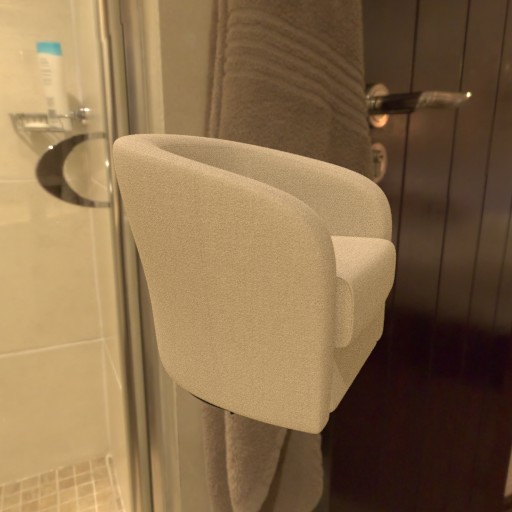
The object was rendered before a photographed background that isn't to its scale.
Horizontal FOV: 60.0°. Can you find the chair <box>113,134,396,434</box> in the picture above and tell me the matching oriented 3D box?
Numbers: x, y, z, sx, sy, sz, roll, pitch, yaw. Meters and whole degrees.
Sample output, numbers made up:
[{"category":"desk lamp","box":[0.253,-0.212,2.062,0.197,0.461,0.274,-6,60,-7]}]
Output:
[{"category":"chair","box":[0.000,0.000,1.436,0.815,0.771,0.791,7,15,27]}]
